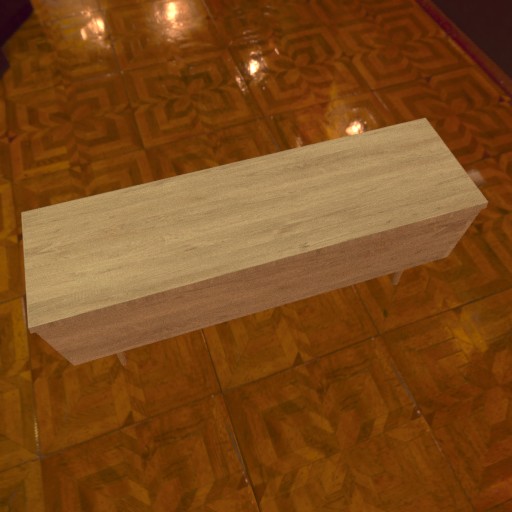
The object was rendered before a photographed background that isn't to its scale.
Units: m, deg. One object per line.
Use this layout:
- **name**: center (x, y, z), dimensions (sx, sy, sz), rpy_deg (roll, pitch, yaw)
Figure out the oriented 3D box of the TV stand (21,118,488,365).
- **TV stand**: center (0.000, 0.000, 1.540), dimensions (1.313, 0.565, 0.401), rpy_deg (-15, 60, -9)
